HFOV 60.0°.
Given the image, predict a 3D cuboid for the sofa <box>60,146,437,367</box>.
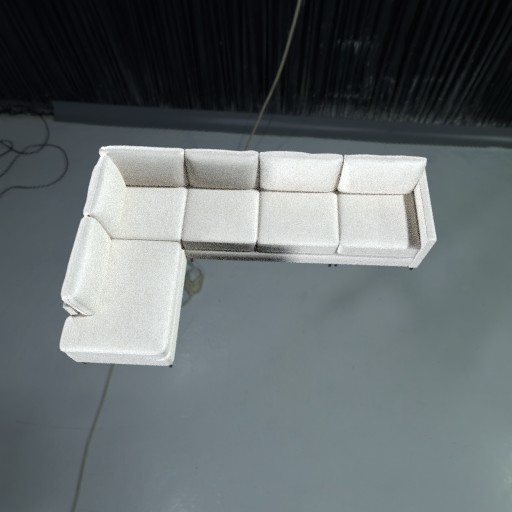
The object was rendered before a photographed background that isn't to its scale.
[{"bbox_3d":[0.000,0.000,4.329,3.384,0.996,2.048,2,63,1],"label":"sofa"}]
